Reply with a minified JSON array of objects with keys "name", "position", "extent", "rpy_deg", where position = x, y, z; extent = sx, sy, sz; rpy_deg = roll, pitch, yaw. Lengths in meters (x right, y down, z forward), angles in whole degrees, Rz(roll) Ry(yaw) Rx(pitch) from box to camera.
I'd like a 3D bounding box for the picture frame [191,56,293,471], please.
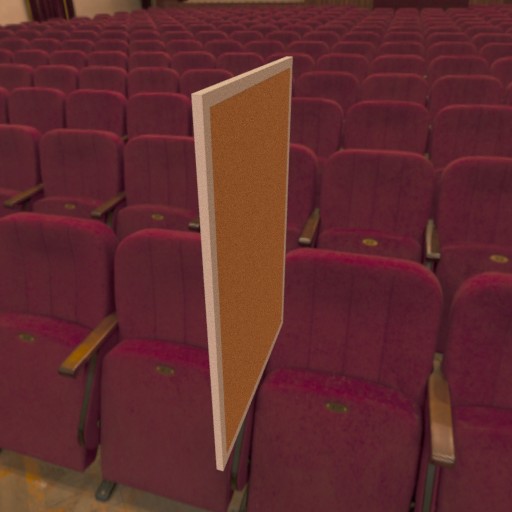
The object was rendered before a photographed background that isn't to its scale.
[{"name":"picture frame","position":[0.000,0.000,0.845],"extent":[0.013,0.657,0.457],"rpy_deg":[8,30,15]}]
